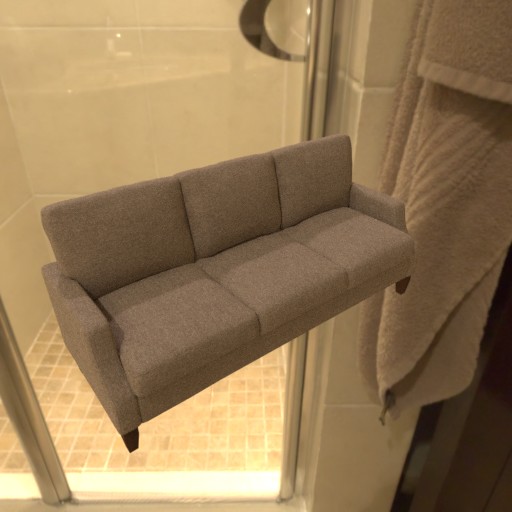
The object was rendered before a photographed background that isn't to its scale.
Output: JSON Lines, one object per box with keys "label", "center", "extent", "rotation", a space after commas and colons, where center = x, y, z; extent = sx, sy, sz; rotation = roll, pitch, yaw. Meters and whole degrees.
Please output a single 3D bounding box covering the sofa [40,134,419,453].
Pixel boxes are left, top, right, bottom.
{"label": "sofa", "center": [0.000, 0.000, 2.564], "extent": [2.115, 0.984, 0.888], "rotation": [-22, 37, -32]}
